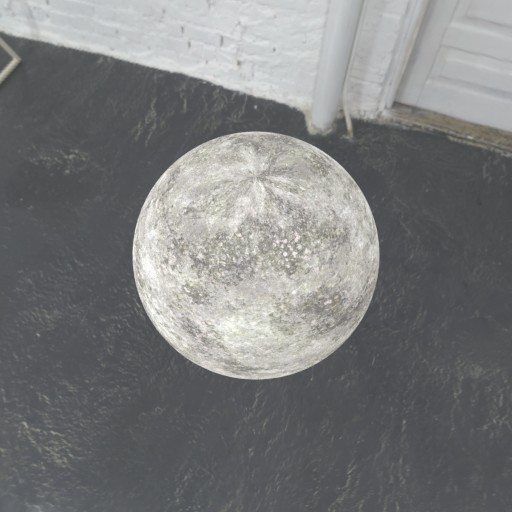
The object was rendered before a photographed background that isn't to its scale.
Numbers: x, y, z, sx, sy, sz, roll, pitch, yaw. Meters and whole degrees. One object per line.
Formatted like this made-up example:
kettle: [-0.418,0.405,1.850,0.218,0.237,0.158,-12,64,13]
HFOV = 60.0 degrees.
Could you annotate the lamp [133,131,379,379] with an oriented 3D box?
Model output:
lamp: [0.000,0.000,0.787,0.422,0.429,0.422,0,60,0]
